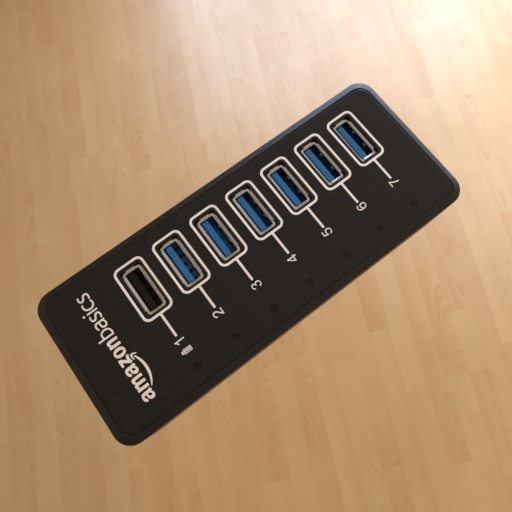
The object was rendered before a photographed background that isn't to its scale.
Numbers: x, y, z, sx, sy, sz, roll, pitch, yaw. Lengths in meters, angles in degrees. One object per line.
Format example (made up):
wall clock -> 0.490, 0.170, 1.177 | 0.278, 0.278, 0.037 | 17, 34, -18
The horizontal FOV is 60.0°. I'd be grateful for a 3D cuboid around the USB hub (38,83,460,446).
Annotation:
USB hub -> 0.000, 0.000, 0.126 | 0.110, 0.023, 0.044 | -36, 79, -8
